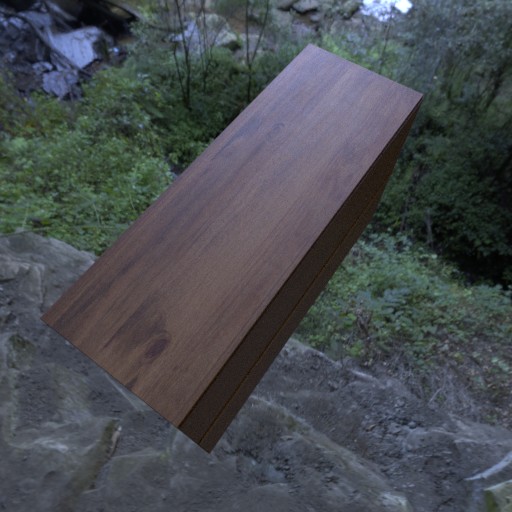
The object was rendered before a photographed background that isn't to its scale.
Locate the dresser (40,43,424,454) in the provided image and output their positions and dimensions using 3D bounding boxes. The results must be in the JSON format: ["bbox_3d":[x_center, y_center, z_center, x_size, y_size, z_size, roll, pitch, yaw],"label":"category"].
[{"bbox_3d":[0.000,0.000,1.641,0.479,0.825,1.261,32,67,16],"label":"dresser"}]
